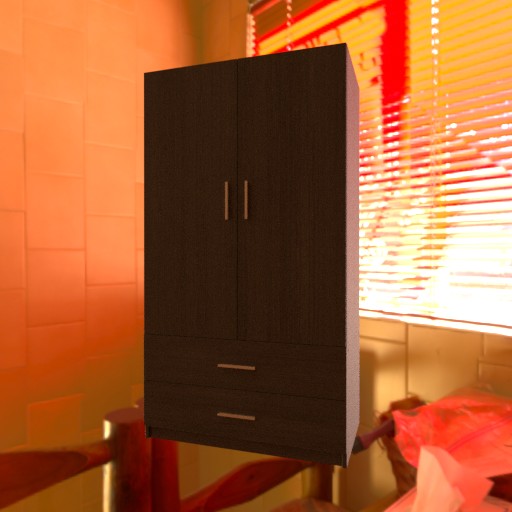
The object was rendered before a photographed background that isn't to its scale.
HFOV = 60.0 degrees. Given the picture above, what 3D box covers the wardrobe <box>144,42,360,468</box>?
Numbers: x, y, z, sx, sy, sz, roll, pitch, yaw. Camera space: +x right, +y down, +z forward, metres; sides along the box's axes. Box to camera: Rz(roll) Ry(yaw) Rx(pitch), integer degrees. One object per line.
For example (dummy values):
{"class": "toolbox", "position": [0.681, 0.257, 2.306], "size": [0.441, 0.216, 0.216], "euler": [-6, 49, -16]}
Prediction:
{"class": "wardrobe", "position": [0.000, 0.000, 2.287], "size": [0.991, 1.808, 0.577], "euler": [0, 0, 19]}
